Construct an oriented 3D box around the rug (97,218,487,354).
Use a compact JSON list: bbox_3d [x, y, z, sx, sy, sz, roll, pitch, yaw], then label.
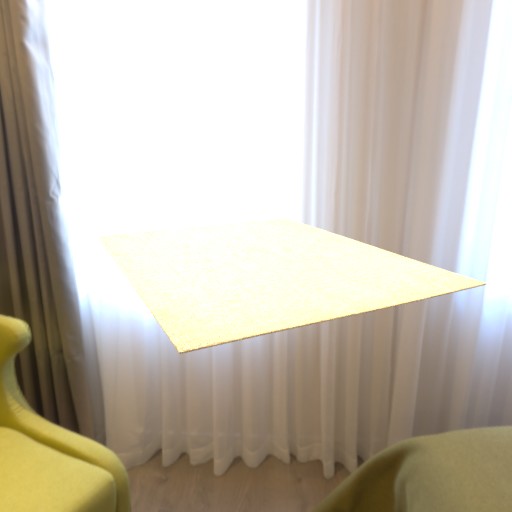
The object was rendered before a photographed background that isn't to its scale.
[{"bbox_3d":[0.000,0.000,4.163,2.447,0.014,3.061,-8,17,-26],"label":"rug"}]
